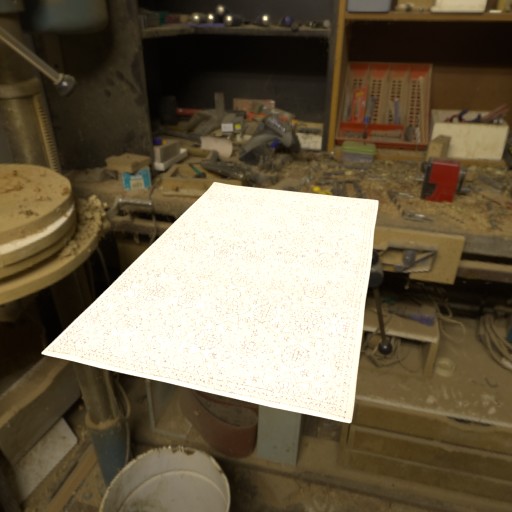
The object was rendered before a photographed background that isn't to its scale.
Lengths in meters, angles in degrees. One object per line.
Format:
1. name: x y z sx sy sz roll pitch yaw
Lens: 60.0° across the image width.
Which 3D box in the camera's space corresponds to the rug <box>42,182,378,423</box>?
1. rug: 0.000 0.000 3.012 1.518 0.023 2.434 8 31 14
